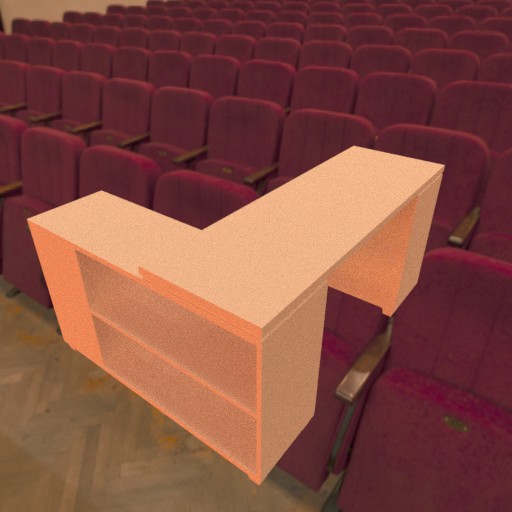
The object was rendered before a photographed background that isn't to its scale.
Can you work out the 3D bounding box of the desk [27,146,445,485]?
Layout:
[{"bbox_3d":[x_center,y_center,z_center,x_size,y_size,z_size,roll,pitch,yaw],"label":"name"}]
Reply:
[{"bbox_3d":[0.000,0.000,2.197,1.199,0.759,1.524,22,38,31],"label":"desk"}]
